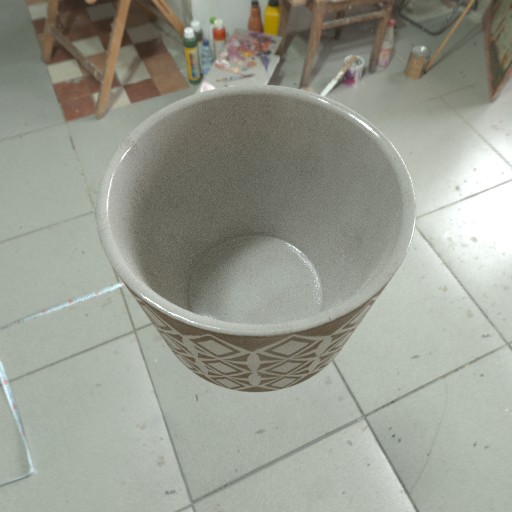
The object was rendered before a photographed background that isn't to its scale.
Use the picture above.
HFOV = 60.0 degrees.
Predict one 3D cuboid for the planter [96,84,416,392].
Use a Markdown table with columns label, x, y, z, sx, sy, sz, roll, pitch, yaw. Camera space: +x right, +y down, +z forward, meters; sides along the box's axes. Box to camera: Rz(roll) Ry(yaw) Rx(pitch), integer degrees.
| label | x | y | z | sx | sy | sz | roll | pitch | yaw |
| --- | --- | --- | --- | --- | --- | --- | --- | --- | --- |
| planter | 0.000 | 0.000 | 0.458 | 0.260 | 0.220 | 0.260 | 0 | 58 | 0 |
